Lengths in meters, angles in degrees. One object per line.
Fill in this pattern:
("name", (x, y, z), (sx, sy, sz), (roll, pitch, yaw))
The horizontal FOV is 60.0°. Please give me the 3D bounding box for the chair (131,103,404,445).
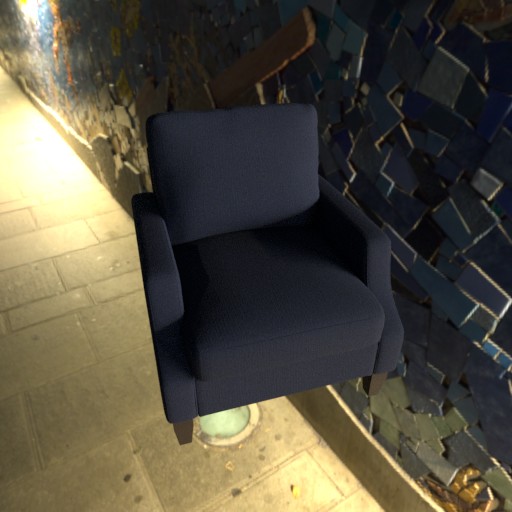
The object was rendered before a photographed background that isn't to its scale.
("chair", (0.000, 0.000, 1.698), (0.855, 0.991, 0.897), (-9, 34, -14))
